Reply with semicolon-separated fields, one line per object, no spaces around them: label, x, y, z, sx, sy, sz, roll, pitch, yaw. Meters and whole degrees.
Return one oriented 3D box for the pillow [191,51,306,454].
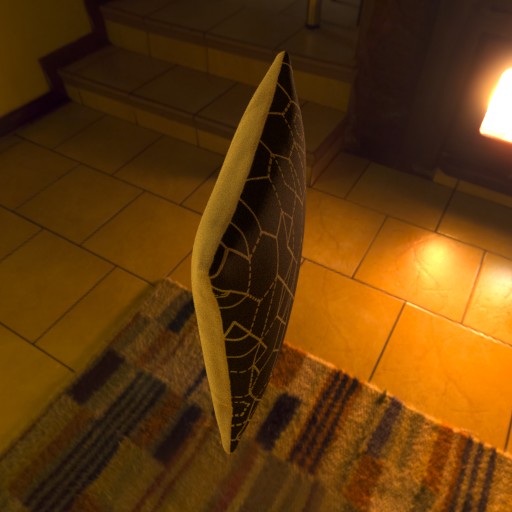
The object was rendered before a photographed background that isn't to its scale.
pillow;0.000;0.000;0.782;0.158;0.508;0.517;8;48;7
